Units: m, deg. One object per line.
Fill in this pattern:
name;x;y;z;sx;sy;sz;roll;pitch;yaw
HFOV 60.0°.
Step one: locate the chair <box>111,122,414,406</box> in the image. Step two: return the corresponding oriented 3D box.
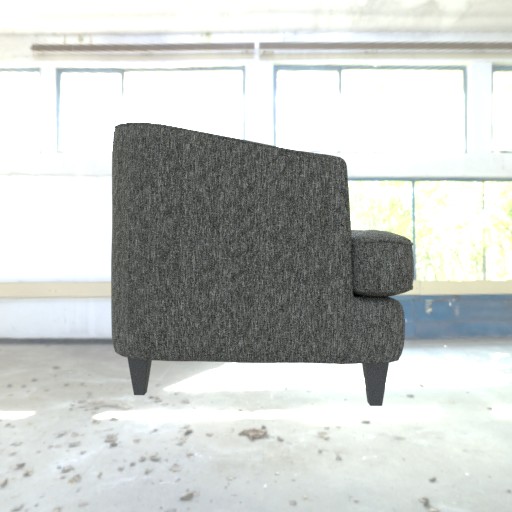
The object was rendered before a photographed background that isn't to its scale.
chair;0.000;0.000;1.755;0.941;0.852;1.104;0;0;1
